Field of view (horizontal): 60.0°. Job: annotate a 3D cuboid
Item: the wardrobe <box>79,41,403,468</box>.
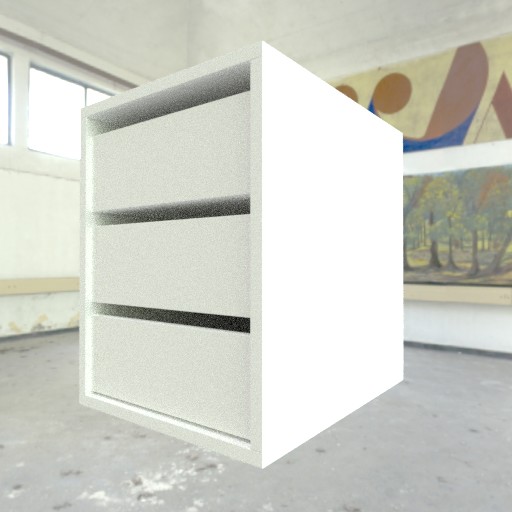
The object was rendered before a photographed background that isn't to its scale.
[{"bbox_3d":[0.000,0.000,0.857,0.400,0.520,0.500,0,-1,37],"label":"wardrobe"}]
